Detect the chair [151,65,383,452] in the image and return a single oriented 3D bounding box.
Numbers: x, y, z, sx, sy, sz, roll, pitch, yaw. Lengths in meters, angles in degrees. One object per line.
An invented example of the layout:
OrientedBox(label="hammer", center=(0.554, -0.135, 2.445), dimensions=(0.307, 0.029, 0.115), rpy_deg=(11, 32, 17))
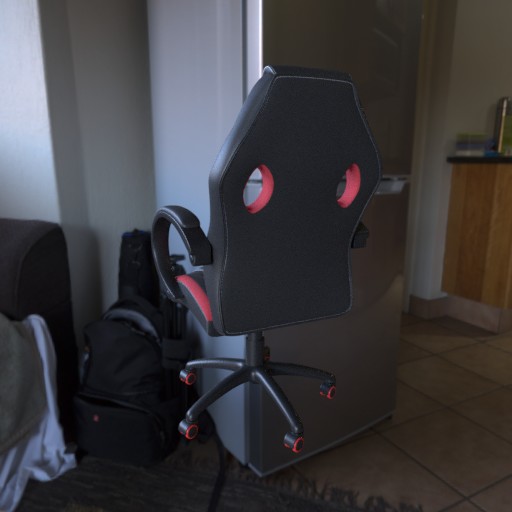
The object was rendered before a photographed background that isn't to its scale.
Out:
OrientedBox(label="chair", center=(0.000, 0.000, 1.621), dimensions=(0.673, 1.187, 0.724), rpy_deg=(-6, 14, -25))
